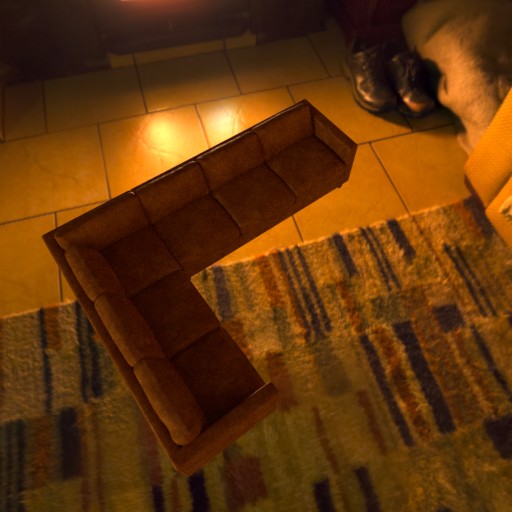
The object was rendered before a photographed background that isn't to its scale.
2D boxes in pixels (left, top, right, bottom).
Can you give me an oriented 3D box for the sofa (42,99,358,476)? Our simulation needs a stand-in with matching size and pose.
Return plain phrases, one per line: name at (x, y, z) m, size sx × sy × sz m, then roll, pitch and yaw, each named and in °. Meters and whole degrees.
sofa at (0.000, 0.000, 4.299) m, size 3.150 × 0.838 × 2.438 m, roll -32°, pitch 65°, yaw -17°
